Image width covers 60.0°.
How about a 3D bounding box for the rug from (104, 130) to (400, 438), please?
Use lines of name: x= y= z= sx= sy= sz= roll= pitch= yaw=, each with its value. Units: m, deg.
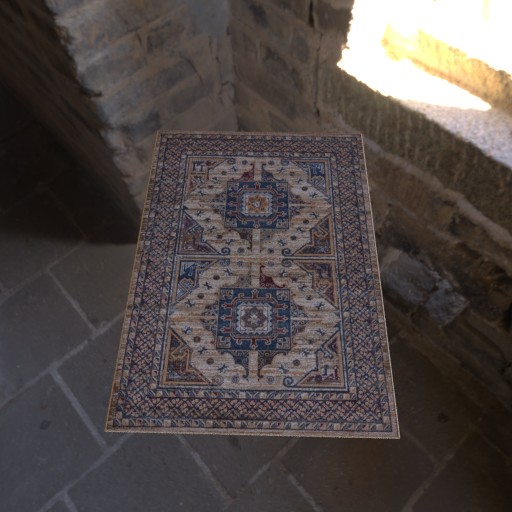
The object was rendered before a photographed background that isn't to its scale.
rug: x=0.000 y=0.000 z=2.951 sx=1.611 sy=0.008 sz=2.227 roll=1 pitch=61 yaw=1
